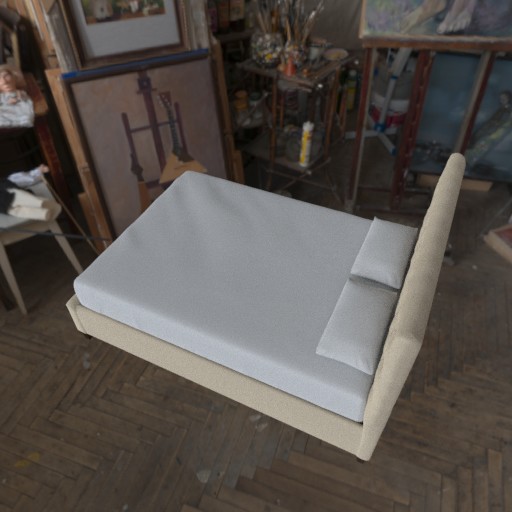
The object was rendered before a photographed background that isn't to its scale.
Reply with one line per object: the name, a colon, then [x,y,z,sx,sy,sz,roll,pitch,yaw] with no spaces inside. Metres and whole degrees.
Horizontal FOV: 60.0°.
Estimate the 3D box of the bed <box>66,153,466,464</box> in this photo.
bed: [0.000,0.000,3.304,2.387,1.427,1.698,18,48,18]
